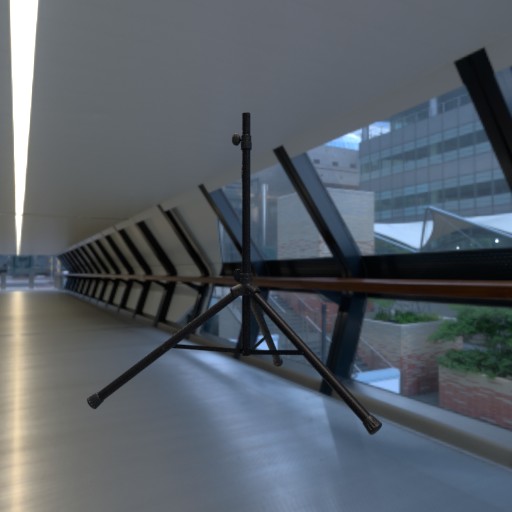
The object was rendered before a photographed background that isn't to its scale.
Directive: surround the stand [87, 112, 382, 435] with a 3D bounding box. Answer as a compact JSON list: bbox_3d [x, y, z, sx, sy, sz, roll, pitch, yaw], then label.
[{"bbox_3d":[0.000,0.000,1.913,1.045,1.136,0.907,0,-1,16],"label":"stand"}]
